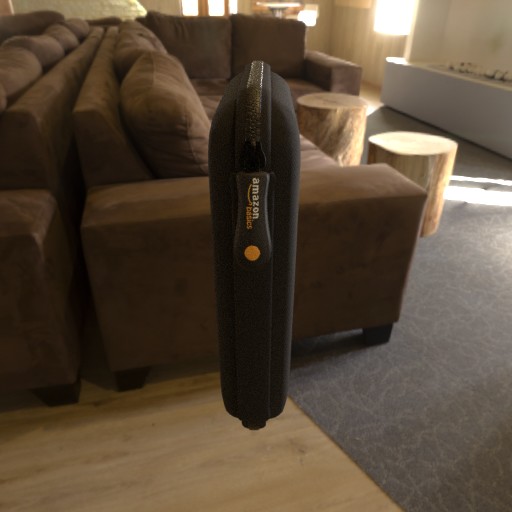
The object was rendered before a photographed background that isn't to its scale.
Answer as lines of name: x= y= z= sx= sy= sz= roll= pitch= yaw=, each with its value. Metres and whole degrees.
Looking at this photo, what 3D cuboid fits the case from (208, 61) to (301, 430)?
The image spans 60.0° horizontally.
case: x=0.000 y=0.000 z=0.191 sx=0.030 sy=0.147 sz=0.107 roll=1 pitch=30 yaw=1
